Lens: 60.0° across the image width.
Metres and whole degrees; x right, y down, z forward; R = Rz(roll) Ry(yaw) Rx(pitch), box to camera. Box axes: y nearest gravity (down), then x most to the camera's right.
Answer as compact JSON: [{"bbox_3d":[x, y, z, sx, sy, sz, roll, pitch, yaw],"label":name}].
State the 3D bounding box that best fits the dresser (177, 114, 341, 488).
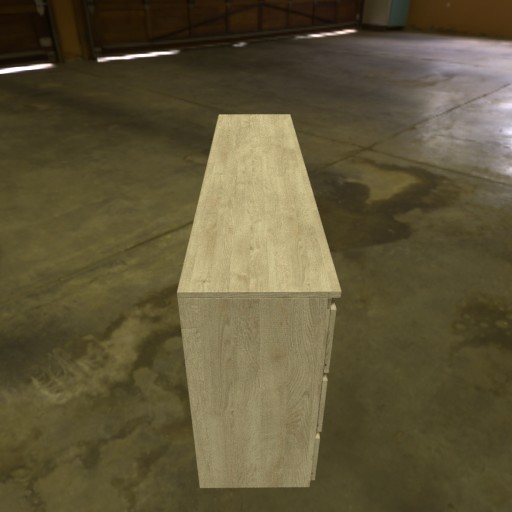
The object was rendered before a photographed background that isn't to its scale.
[{"bbox_3d":[0.000,0.000,1.910,0.390,0.795,1.590,0,32,-1],"label":"dresser"}]
